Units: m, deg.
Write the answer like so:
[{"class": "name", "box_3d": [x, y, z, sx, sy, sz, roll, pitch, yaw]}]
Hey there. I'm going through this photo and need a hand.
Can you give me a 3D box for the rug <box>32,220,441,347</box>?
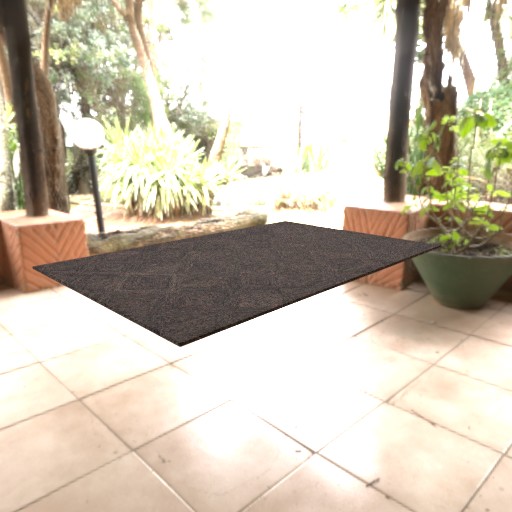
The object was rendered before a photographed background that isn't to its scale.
[{"class": "rug", "box_3d": [0.000, 0.000, 2.932, 1.501, 0.017, 2.298, 14, 20, 43]}]
